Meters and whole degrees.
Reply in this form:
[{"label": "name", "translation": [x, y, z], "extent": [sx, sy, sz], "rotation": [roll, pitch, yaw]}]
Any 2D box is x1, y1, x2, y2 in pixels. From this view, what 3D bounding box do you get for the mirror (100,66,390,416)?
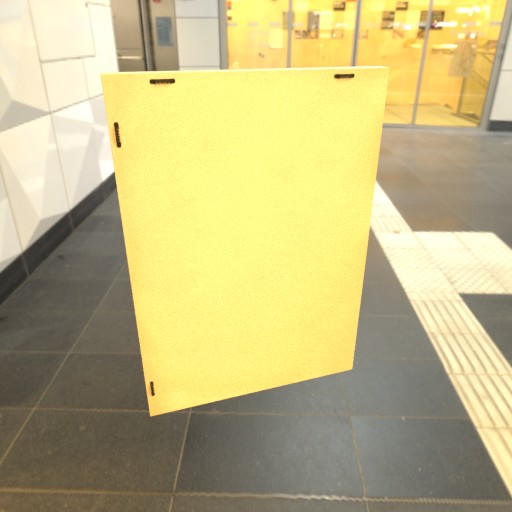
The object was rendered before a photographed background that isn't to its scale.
[{"label": "mirror", "translation": [0.000, 0.000, 0.915], "extent": [0.507, 0.710, 0.040], "rotation": [-8, 28, -16]}]
